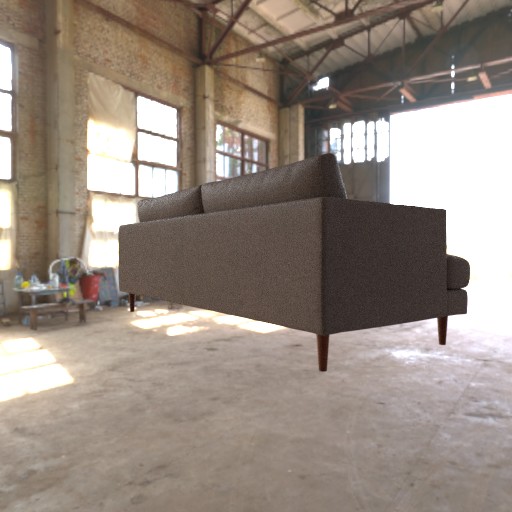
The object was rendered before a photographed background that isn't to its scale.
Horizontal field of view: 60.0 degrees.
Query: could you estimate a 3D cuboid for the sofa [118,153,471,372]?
[{"bbox_3d":[0.000,0.000,2.804,1.020,0.868,2.250,0,1,-36],"label":"sofa"}]
